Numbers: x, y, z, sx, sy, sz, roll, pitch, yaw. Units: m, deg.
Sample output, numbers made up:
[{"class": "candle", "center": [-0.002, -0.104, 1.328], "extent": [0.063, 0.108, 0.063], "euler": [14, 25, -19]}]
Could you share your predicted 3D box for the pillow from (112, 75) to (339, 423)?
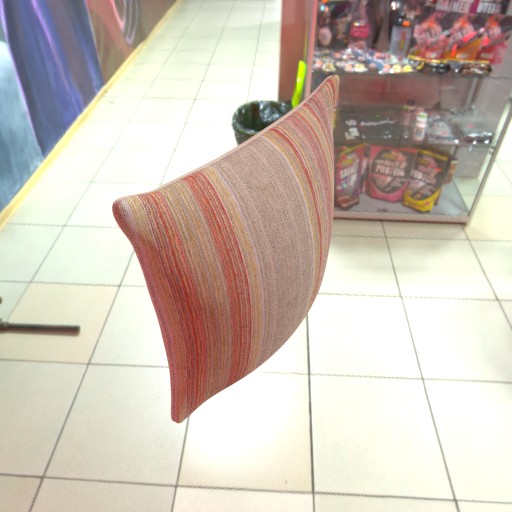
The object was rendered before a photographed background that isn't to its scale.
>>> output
[{"class": "pillow", "center": [0.000, 0.000, 0.706], "extent": [0.191, 0.449, 0.451], "euler": [26, 48, 26]}]
